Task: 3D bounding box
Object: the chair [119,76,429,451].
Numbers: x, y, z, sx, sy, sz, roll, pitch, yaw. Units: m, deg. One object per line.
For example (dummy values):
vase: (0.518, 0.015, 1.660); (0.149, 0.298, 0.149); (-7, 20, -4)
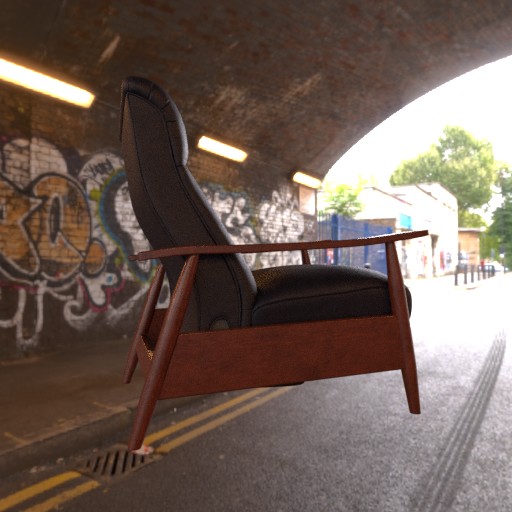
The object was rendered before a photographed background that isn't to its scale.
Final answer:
chair: (0.000, 0.000, 1.721); (1.014, 1.082, 0.762); (0, -1, -18)
